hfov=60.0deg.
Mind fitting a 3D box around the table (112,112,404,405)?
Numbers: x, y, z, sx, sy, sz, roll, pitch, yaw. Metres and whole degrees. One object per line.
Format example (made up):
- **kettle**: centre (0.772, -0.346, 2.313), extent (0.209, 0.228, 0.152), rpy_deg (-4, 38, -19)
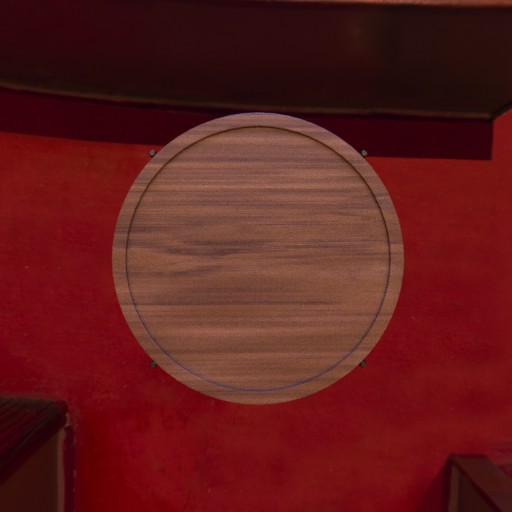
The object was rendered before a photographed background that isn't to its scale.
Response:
- **table**: centre (0.000, 0.000, 0.896), extent (0.400, 0.623, 0.400), rpy_deg (0, 91, -1)
